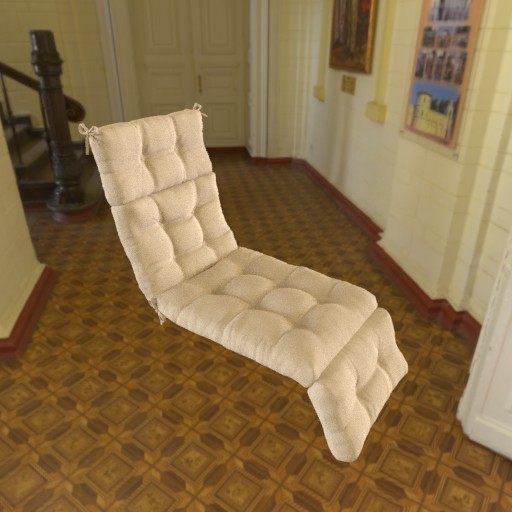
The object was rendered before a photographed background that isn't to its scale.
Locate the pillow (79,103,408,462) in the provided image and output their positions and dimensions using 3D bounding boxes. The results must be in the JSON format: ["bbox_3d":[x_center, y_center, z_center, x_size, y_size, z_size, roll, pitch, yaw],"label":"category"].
[{"bbox_3d":[0.000,0.000,1.490,1.016,0.863,0.526,18,32,31],"label":"pillow"}]
